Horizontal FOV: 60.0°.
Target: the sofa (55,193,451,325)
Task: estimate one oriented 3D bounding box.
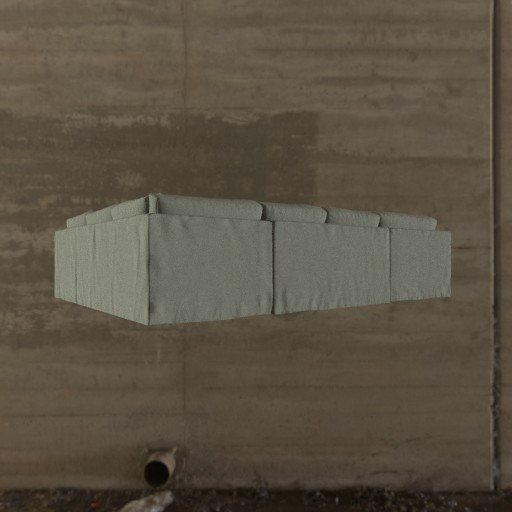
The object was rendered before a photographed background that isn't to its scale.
[{"bbox_3d":[0.000,0.000,4.662,3.434,0.869,2.440,0,0,-37],"label":"sofa"}]
